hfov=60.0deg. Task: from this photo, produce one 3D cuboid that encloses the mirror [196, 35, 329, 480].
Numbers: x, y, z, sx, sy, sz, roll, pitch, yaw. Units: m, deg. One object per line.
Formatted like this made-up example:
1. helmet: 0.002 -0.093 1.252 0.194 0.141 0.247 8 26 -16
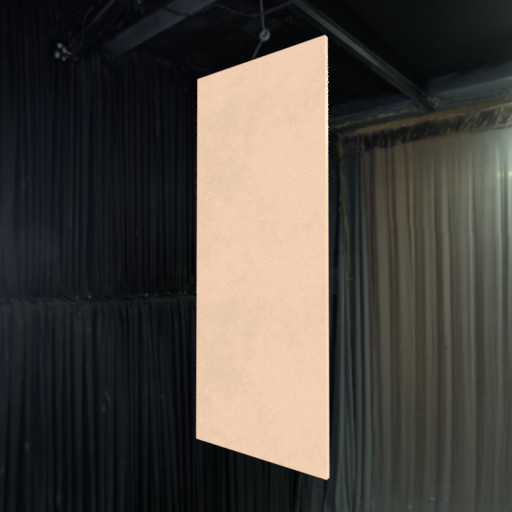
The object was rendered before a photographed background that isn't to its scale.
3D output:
1. mirror: 0.000 0.000 2.277 0.812 2.031 0.026 -1 -2 37
